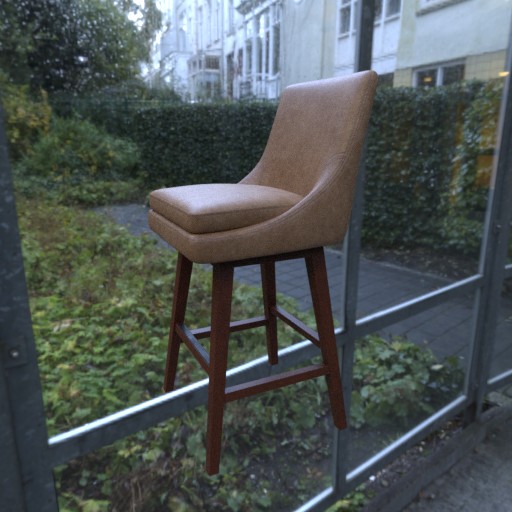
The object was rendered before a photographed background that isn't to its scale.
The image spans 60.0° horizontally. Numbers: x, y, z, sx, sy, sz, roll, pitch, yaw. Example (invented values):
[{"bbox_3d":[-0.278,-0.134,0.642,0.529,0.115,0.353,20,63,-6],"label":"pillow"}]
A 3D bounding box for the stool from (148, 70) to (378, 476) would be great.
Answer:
[{"bbox_3d":[0.000,0.000,1.403,0.572,1.079,0.487,-7,17,-25],"label":"stool"}]
